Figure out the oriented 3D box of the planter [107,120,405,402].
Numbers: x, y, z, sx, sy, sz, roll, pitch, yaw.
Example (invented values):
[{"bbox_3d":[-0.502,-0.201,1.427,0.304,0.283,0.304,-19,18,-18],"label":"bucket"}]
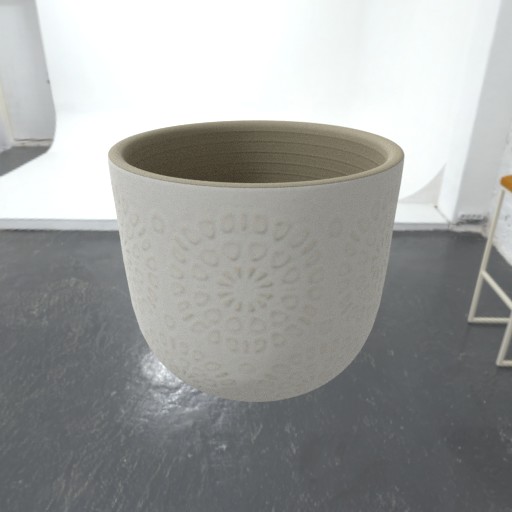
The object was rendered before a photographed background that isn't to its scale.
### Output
[{"bbox_3d":[0.000,0.000,0.217,0.124,0.109,0.124,0,26,0],"label":"planter"}]
